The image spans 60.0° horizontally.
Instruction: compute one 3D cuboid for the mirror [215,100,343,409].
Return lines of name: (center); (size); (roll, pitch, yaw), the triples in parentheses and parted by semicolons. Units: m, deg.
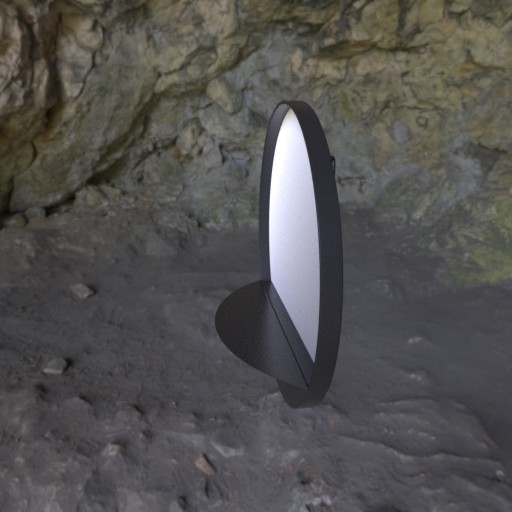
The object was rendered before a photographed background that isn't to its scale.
mirror: (0.000, 0.000, 0.690); (0.133, 0.457, 0.457); (-2, 17, -8)
